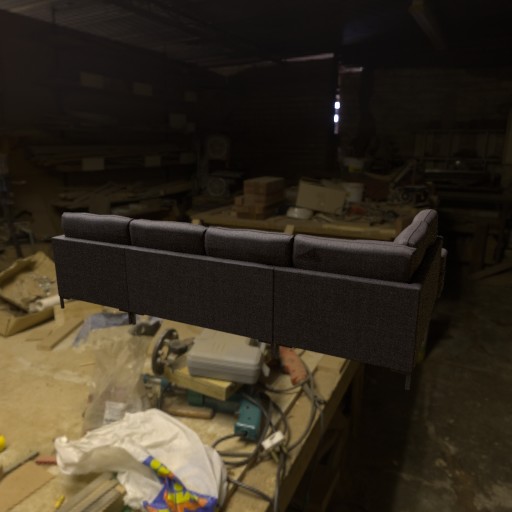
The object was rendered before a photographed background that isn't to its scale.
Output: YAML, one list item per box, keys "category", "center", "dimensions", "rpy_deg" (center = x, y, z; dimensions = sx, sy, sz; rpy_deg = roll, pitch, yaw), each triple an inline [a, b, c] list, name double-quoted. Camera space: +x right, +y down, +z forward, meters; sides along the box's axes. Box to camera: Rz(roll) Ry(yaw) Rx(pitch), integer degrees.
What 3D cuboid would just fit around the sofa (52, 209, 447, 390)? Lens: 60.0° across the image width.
- category: "sofa"
  center: [0.000, 0.000, 4.449]
  dimensions: [3.423, 0.999, 2.048]
  rpy_deg: [7, 17, 26]
